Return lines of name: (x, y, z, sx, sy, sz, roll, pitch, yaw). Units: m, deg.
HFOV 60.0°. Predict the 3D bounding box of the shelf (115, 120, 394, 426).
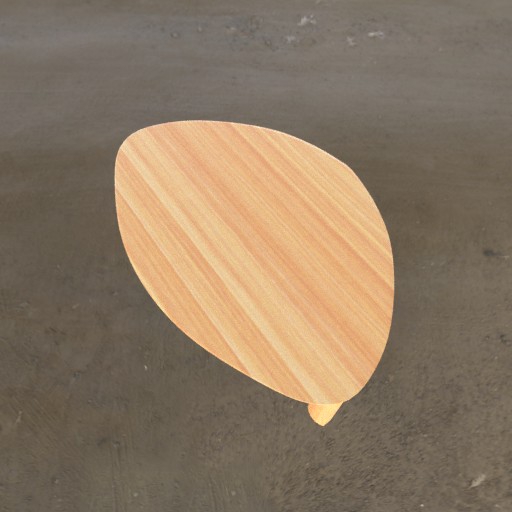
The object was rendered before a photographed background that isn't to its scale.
shelf: (0.000, 0.000, 1.685, 0.845, 0.440, 1.246, -32, 64, -18)
